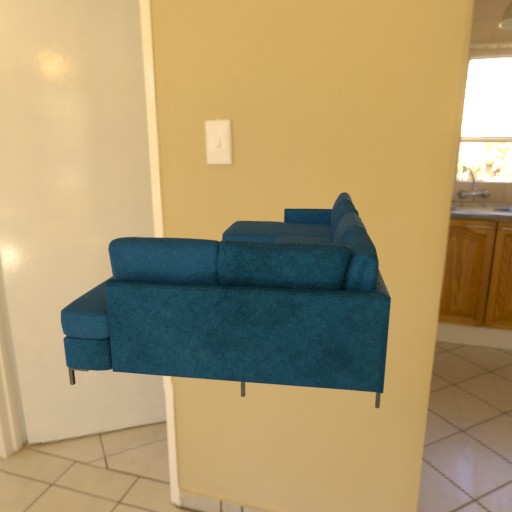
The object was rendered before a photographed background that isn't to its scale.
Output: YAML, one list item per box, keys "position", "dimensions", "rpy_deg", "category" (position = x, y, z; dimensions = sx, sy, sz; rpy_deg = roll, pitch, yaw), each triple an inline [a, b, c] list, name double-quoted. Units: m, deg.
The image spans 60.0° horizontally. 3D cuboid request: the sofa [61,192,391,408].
- position: [0.000, 0.000, 4.313]
  dimensions: [2.055, 0.992, 3.434]
  rpy_deg: [2, 15, 8]
  category: "sofa"
